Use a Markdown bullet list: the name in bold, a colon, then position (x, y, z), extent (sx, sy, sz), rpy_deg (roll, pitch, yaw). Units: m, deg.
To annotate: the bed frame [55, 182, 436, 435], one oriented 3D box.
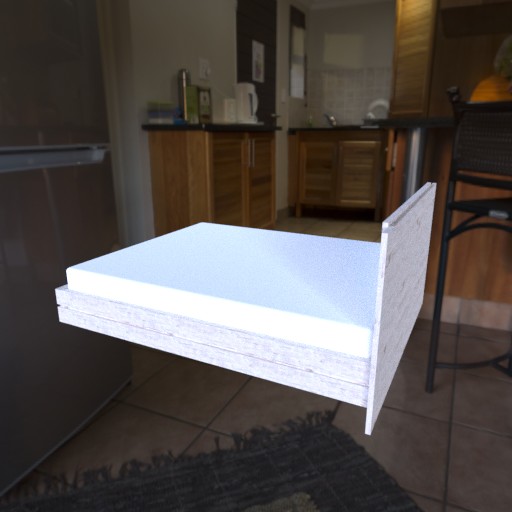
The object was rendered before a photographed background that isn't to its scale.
- **bed frame**: position (0.000, 0.000, 3.099), extent (2.080, 0.970, 1.750), rpy_deg (8, 19, 26)
